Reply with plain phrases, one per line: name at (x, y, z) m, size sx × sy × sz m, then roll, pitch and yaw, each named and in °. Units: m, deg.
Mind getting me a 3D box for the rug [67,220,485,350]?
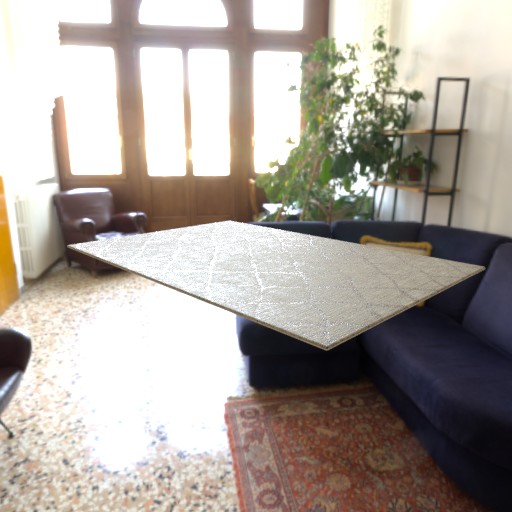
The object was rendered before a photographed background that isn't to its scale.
rug at (0.000, 0.000, 2.866) m, size 1.521 × 0.015 × 2.280 m, roll -13°, pitch 19°, yaw -43°
